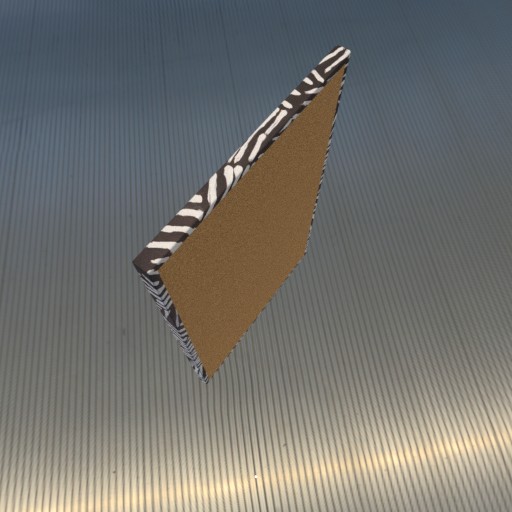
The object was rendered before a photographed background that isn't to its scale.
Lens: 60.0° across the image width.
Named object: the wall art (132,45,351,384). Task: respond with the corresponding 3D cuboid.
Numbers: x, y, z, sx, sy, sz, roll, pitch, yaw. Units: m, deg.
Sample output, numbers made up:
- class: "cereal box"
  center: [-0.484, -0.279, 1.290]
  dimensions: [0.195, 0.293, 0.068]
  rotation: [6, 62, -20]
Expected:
- class: "wall art"
  center: [0.000, 0.000, 1.206]
  dimensions: [0.035, 0.918, 0.615]
  rotation: [33, 68, 15]
